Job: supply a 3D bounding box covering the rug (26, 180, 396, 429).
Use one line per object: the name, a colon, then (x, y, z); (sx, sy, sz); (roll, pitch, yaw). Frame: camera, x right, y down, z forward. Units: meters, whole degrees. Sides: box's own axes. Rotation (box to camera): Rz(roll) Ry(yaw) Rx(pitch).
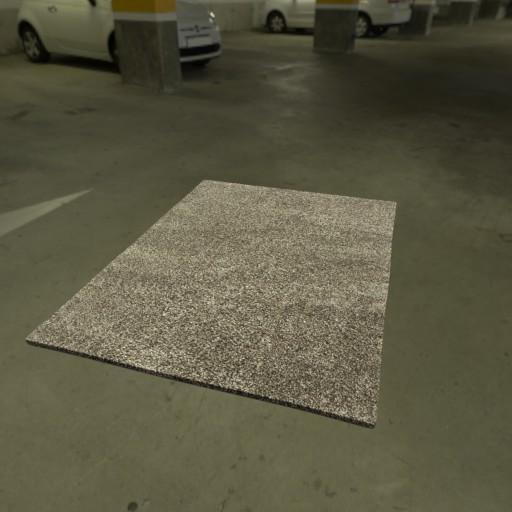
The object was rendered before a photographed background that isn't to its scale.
rug: (0.000, 0.000, 2.054); (1.198, 0.025, 1.601); (9, 32, 15)
